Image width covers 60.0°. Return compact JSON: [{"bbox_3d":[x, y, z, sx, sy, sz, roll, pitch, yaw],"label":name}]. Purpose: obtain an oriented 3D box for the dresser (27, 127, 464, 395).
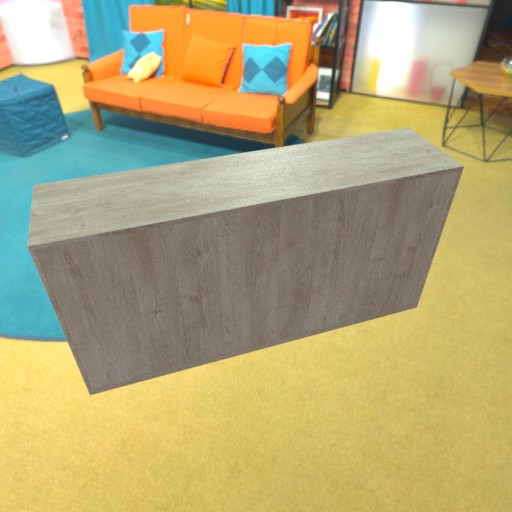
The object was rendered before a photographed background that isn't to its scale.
[{"bbox_3d":[0.000,0.000,1.928,1.590,0.795,0.390,-12,41,-14],"label":"dresser"}]
